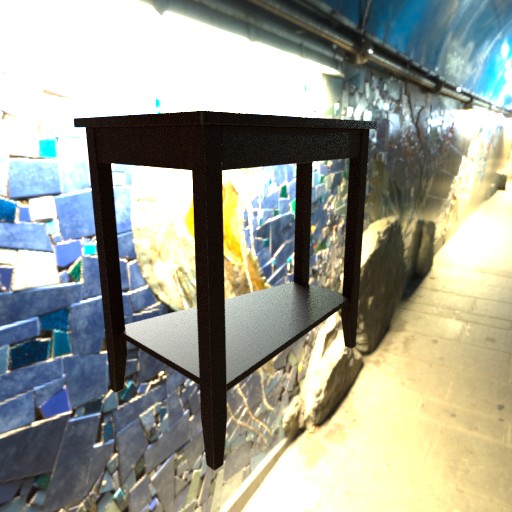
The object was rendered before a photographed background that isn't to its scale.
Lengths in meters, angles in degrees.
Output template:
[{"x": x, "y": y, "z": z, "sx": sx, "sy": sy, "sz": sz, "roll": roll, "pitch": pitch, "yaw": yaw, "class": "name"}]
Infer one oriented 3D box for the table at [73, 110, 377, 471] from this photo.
[{"x": 0.000, "y": 0.000, "z": 1.001, "sx": 0.399, "sy": 0.589, "sz": 0.605, "roll": 14, "pitch": 21, "yaw": 43, "class": "table"}]
